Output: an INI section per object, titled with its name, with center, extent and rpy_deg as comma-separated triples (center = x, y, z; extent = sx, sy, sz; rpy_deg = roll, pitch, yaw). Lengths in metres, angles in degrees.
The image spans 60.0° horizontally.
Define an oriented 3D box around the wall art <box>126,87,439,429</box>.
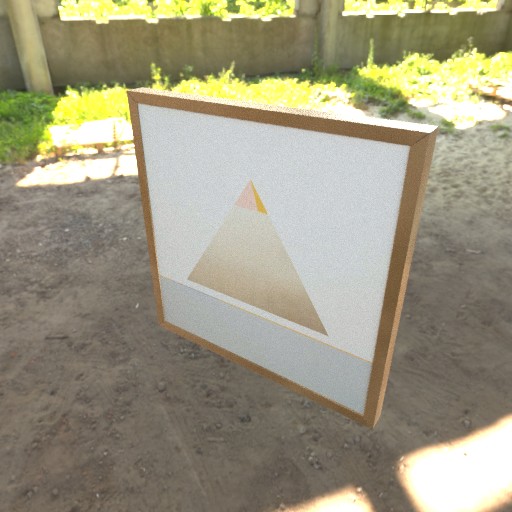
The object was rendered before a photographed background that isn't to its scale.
[wall art]
center = 0.000, 0.000, 0.779
extent = 0.513, 0.511, 0.038
rpy_deg = 18, 35, 29
